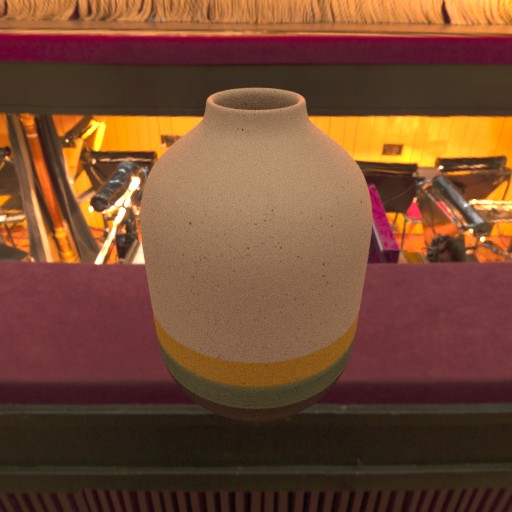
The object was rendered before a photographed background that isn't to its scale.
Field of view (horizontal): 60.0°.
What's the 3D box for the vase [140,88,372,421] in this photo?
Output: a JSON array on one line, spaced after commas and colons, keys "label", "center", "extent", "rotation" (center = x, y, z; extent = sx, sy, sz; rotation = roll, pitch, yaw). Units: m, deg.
[{"label": "vase", "center": [0.000, 0.000, 0.349], "extent": [0.169, 0.240, 0.169], "rotation": [0, 33, 0]}]
